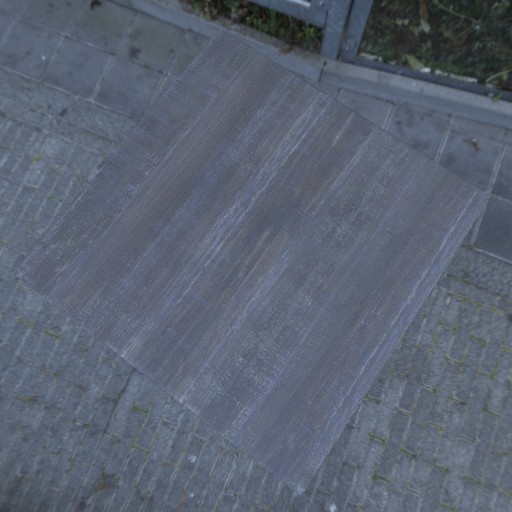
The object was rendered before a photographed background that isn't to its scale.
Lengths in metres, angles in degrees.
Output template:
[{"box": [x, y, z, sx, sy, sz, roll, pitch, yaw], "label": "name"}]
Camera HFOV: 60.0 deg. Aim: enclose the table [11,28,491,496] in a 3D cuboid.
[{"box": [0.000, 0.000, 1.092, 0.696, 0.400, 0.696, 35, 79, 8], "label": "table"}]
